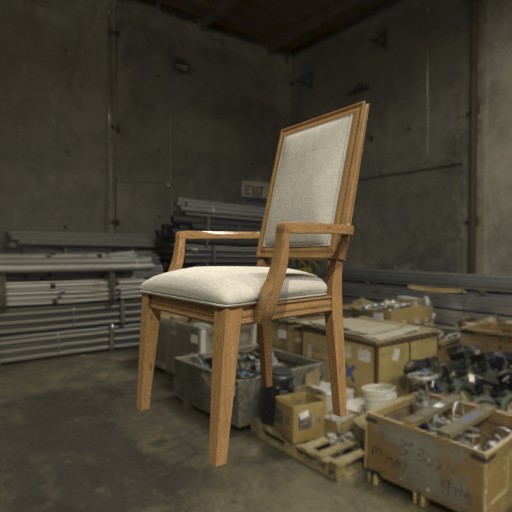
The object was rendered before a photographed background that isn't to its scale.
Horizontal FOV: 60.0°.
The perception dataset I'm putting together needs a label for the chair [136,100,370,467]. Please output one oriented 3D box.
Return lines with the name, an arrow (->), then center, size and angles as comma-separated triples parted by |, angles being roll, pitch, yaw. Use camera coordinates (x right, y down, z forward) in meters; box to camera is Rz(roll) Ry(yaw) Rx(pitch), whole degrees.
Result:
chair -> 0.000, 0.000, 1.418 | 0.602, 0.990, 0.606 | 0, 1, -36
